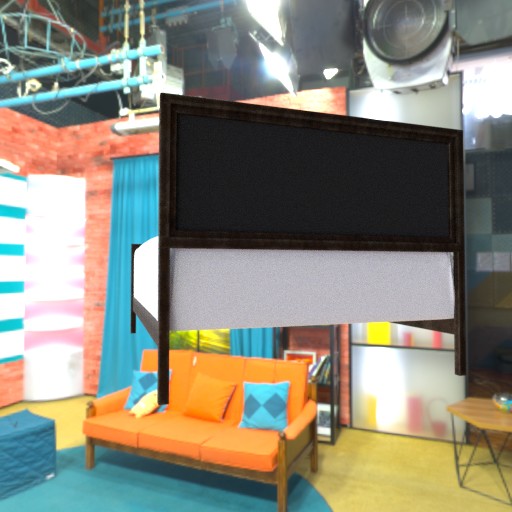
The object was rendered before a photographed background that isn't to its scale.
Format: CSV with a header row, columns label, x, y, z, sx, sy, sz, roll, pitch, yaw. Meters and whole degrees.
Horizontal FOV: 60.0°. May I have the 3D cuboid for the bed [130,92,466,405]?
label,x,y,z,sx,sy,sz,roll,pitch,yaw
bed,0.000,0.000,3.163,1.607,1.313,2.221,1,-2,-19
